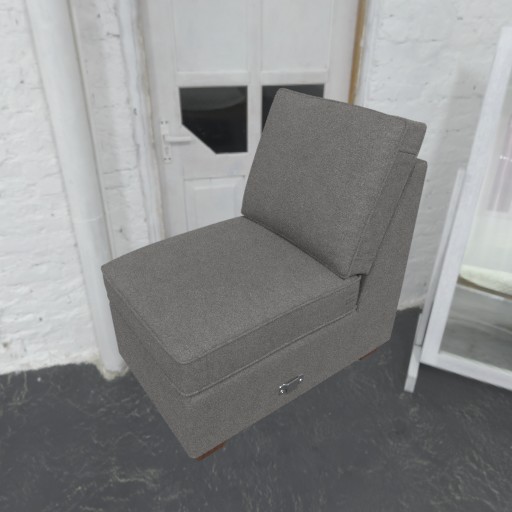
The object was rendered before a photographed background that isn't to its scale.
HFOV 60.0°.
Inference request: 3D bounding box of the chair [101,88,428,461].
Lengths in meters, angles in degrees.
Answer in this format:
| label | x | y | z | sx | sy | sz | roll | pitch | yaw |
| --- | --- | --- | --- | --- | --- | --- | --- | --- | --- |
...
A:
| label | x | y | z | sx | sy | sz | roll | pitch | yaw |
| --- | --- | --- | --- | --- | --- | --- | --- | --- | --- |
| chair | 0.000 | 0.000 | 1.547 | 0.938 | 0.970 | 0.621 | -21 | 37 | -31 |
